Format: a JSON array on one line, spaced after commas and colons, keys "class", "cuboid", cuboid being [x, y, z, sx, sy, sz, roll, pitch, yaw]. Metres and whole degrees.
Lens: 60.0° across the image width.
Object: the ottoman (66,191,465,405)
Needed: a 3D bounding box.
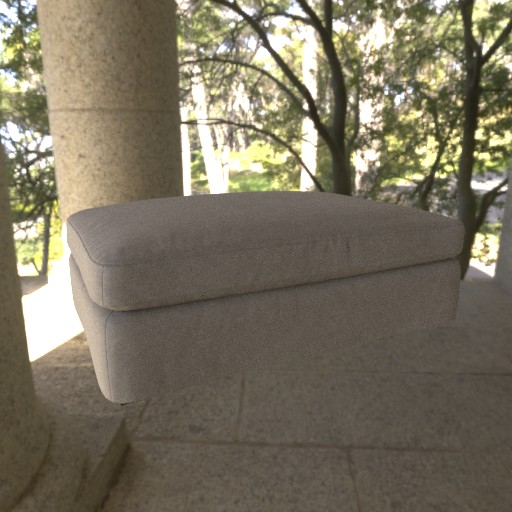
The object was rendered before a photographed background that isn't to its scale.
[{"class": "ottoman", "cuboid": [0.000, 0.000, 1.582, 1.199, 0.429, 0.840, -7, 16, -26]}]
